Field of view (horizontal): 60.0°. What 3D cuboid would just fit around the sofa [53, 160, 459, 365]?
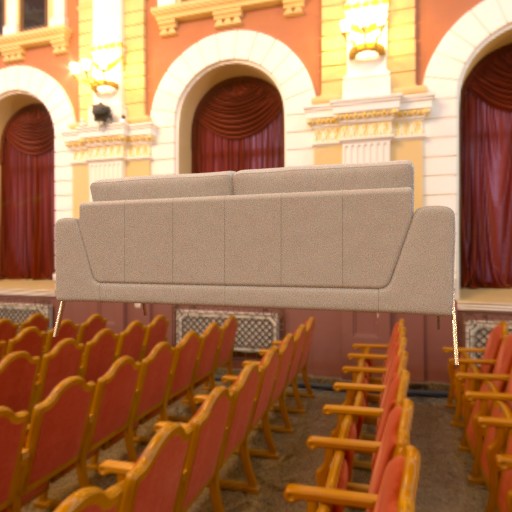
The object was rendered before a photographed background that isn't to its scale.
[{"bbox_3d":[0.000,0.000,2.532,2.017,0.875,0.953,0,0,18],"label":"sofa"}]
